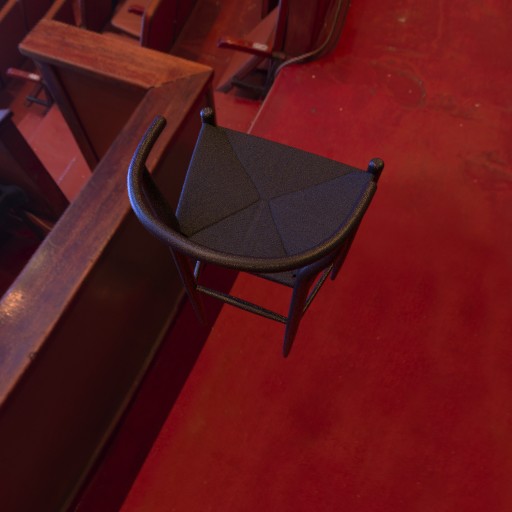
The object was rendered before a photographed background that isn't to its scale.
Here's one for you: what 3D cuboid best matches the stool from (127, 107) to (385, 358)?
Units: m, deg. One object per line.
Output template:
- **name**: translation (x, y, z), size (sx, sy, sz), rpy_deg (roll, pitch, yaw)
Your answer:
- **stool**: translation (0.000, 0.000, 1.435), size (0.569, 1.072, 0.579), rpy_deg (19, 65, 9)
